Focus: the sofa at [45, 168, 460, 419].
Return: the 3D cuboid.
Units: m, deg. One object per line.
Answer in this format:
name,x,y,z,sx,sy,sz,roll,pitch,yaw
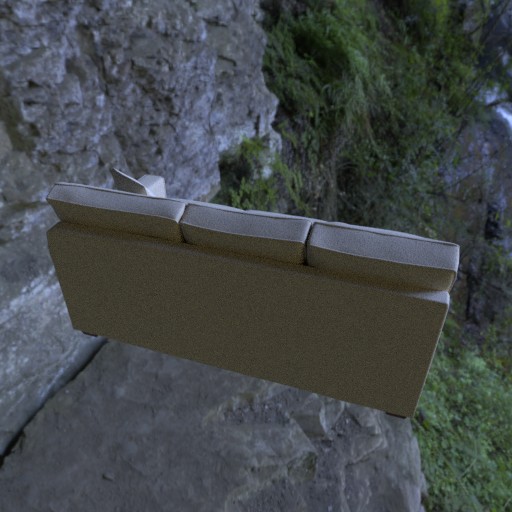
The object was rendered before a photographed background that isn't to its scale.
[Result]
sofa,0.000,0.000,2.529,1.963,0.946,1.034,11,35,15
